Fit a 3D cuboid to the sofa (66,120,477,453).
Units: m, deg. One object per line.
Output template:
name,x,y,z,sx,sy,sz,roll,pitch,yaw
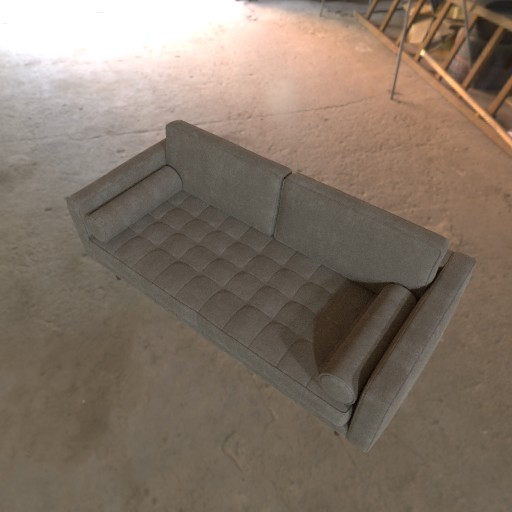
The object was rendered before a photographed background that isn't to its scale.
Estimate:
sofa,0.000,0.000,2.275,1.883,0.769,0.920,30,54,25
